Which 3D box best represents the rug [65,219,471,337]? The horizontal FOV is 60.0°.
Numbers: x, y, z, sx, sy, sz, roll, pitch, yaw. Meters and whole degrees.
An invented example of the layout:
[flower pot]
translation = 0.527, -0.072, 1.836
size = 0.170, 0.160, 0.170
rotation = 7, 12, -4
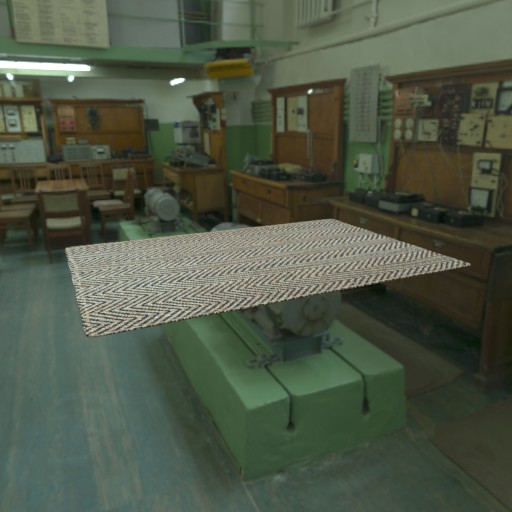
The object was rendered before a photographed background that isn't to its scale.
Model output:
[rug]
translation = 0.000, 0.000, 2.367
size = 1.828, 0.008, 1.219
rotation = -8, 19, -24
